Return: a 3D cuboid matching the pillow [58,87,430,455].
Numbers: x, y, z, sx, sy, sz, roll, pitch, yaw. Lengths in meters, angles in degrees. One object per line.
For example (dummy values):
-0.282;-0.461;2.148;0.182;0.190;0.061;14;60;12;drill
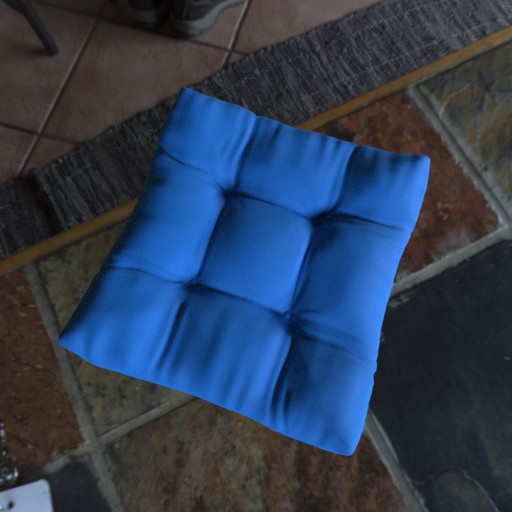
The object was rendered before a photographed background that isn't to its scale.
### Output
0.000;0.000;0.727;0.468;0.128;0.490;18;74;6;pillow
